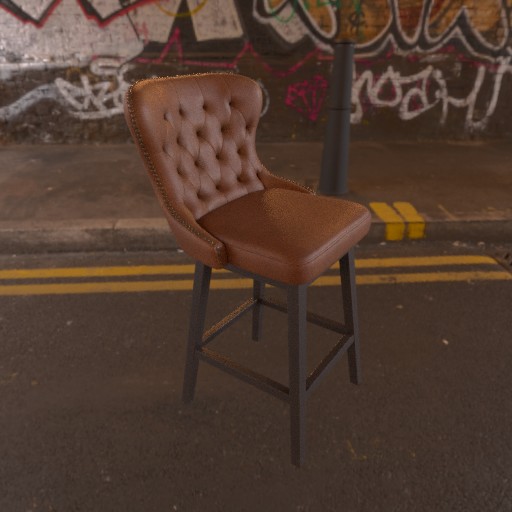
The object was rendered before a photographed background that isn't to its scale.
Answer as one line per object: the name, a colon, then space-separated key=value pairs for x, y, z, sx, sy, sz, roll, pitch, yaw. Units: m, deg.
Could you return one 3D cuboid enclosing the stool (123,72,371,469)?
stool: x=0.000 y=0.000 z=1.313 sx=0.593 sy=0.971 sz=0.528 roll=17 pitch=31 yaw=31
